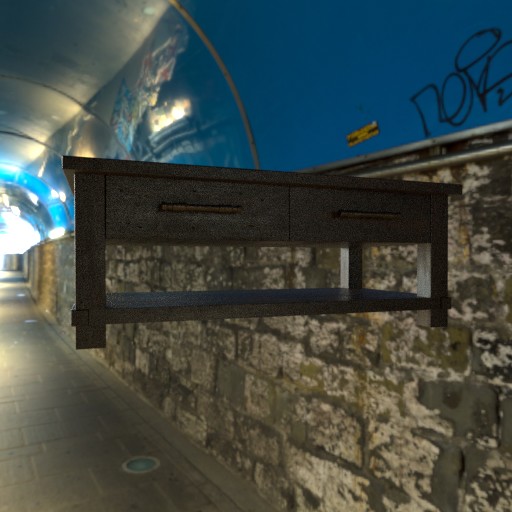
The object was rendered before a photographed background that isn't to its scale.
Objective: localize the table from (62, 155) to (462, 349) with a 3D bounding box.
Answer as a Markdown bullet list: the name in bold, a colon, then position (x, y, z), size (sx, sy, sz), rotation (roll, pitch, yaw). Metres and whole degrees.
- **table**: position (0.000, 0.000, 1.637), size (1.270, 0.494, 0.700), rotation (0, -1, -20)
